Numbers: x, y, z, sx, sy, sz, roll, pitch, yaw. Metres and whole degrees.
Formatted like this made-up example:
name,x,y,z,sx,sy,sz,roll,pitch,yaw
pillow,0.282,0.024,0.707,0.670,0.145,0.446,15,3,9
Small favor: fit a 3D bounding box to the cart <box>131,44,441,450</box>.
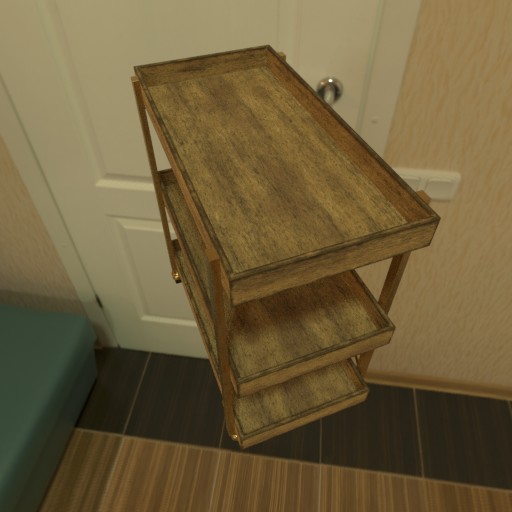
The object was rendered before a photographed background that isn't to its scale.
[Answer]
name,x,y,z,sx,sy,sz,roll,pitch,yaw
cart,0.000,0.000,1.219,0.416,0.799,0.750,-16,49,-14
